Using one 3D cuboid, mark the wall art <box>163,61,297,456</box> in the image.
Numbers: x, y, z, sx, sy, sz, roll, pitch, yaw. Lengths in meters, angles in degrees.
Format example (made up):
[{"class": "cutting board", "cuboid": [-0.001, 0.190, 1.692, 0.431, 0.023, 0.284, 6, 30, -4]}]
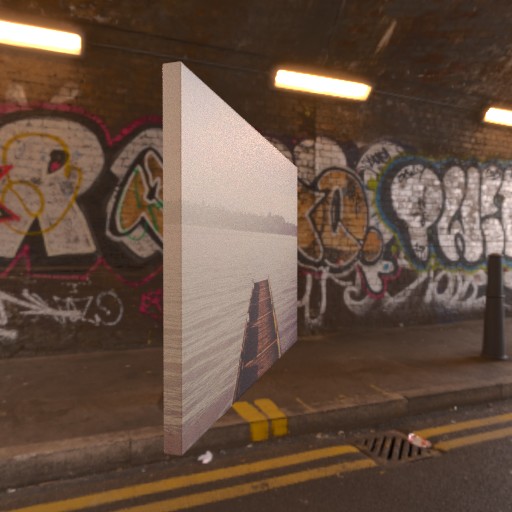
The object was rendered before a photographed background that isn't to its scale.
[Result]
[{"class": "wall art", "cuboid": [0.000, 0.000, 0.757, 0.021, 0.410, 0.615, 0, 1, 17]}]
